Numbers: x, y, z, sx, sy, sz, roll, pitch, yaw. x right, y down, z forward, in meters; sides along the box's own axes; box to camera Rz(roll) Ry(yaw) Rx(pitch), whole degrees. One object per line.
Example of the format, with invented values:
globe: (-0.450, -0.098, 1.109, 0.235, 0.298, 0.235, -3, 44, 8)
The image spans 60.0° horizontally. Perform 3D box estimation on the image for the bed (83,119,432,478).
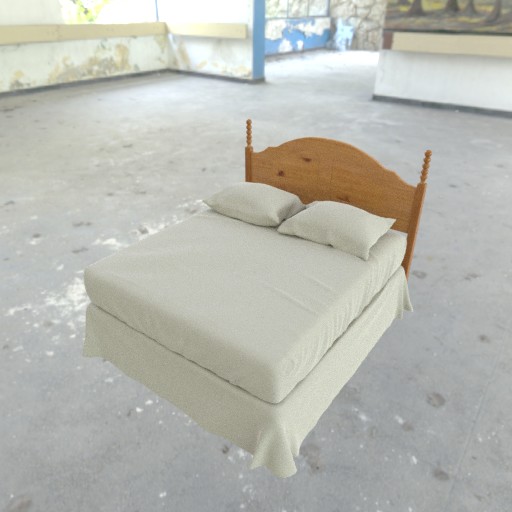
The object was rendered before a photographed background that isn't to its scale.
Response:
bed: (0.000, 0.000, 3.188, 1.873, 1.356, 2.040, 20, 36, 31)
